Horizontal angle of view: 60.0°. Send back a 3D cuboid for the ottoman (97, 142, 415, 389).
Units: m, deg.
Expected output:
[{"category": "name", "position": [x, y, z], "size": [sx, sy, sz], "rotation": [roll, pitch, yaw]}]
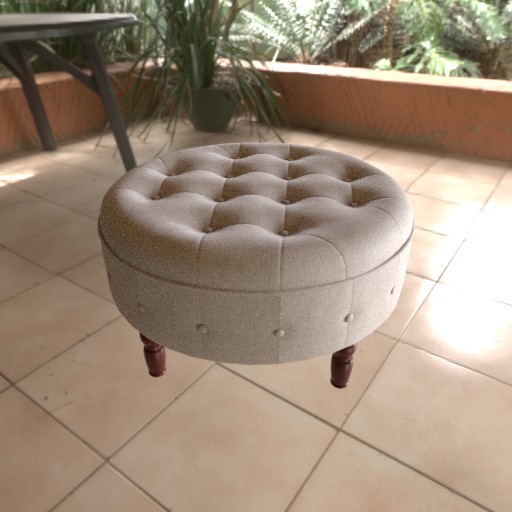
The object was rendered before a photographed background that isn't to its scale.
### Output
[{"category": "ottoman", "position": [0.000, 0.000, 1.323], "size": [0.849, 0.478, 0.849], "rotation": [0, 31, 0]}]
